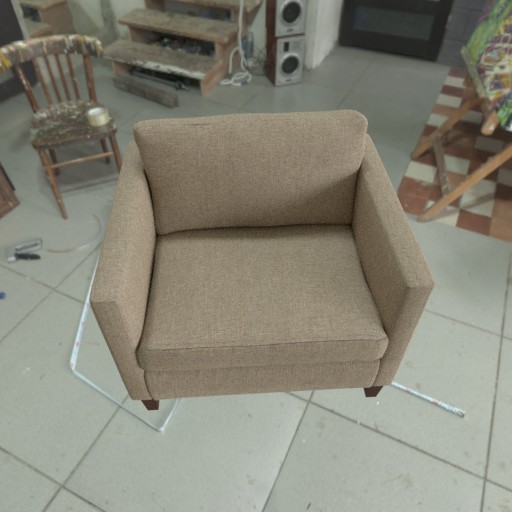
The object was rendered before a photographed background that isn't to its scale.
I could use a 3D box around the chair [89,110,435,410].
[{"bbox_3d":[0.000,0.000,1.872,1.107,0.987,0.959,-3,46,-3],"label":"chair"}]
